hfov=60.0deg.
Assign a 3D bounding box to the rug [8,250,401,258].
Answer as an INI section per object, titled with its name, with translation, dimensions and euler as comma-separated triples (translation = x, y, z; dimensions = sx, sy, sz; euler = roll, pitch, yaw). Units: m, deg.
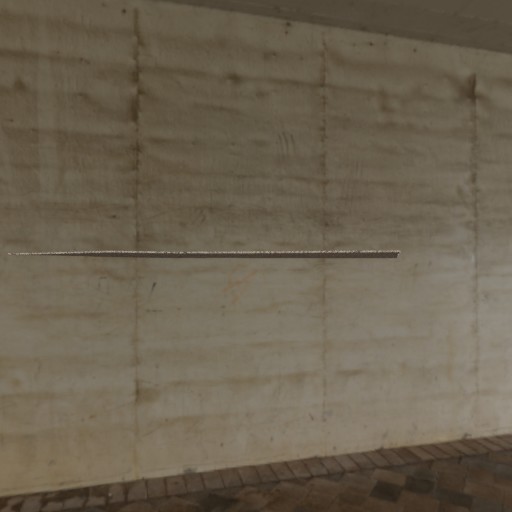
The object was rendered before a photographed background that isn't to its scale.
[rug]
translation = 0.000, 0.000, 3.968
dimensions = 2.430, 0.030, 3.054
euler = 0, -1, 17
